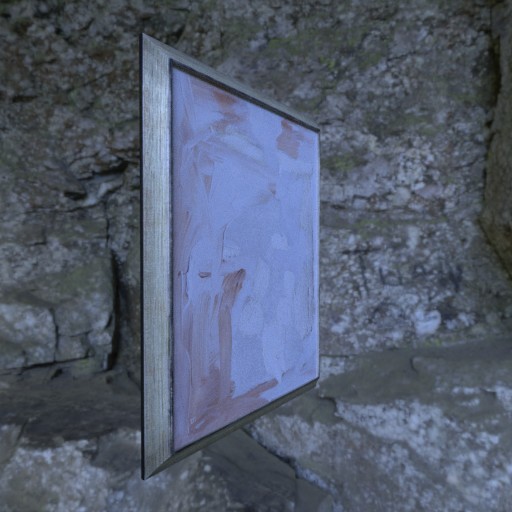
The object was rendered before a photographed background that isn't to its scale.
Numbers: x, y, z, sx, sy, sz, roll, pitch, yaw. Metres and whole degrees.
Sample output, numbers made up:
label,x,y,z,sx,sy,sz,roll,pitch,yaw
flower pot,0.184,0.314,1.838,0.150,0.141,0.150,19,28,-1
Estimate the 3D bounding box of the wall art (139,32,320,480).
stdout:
label,x,y,z,sx,sy,sz,roll,pitch,yaw
wall art,0.000,0.000,0.603,0.023,0.457,0.381,1,1,35
